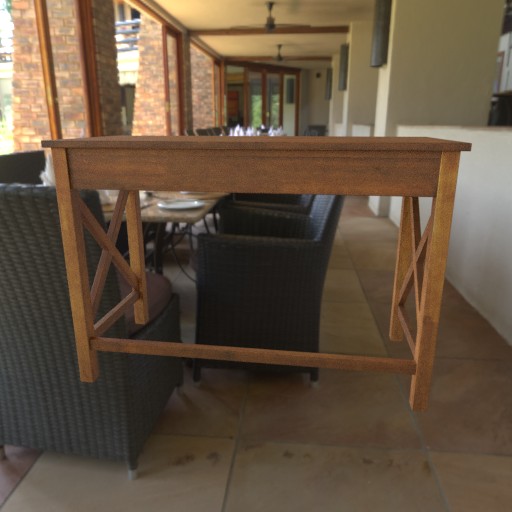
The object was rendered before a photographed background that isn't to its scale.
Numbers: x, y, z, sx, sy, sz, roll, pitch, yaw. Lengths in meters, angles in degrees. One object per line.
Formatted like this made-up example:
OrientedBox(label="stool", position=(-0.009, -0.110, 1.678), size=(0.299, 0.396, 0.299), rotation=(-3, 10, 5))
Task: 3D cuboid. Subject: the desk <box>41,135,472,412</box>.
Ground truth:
OrientedBox(label="desk", position=(0.000, 0.000, 1.485), size=(1.117, 0.762, 0.508), rotation=(2, 17, 8))
